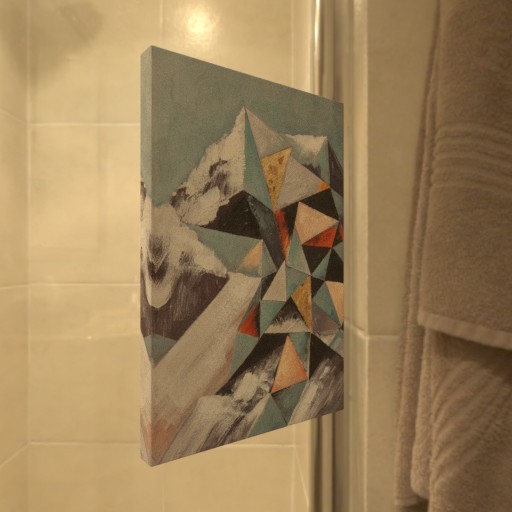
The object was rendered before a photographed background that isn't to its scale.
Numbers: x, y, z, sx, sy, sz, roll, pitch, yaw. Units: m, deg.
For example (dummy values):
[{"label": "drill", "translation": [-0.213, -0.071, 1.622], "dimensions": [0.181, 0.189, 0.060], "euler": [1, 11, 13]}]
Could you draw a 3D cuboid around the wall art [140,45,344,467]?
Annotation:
[{"label": "wall art", "translation": [0.000, 0.000, 1.158], "dimensions": [0.609, 0.911, 0.061], "euler": [0, 0, -37]}]
